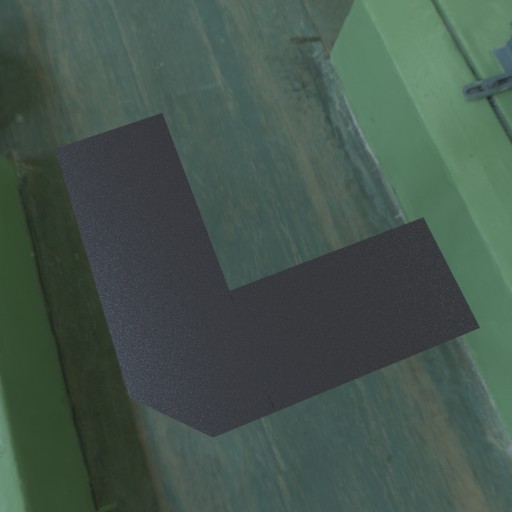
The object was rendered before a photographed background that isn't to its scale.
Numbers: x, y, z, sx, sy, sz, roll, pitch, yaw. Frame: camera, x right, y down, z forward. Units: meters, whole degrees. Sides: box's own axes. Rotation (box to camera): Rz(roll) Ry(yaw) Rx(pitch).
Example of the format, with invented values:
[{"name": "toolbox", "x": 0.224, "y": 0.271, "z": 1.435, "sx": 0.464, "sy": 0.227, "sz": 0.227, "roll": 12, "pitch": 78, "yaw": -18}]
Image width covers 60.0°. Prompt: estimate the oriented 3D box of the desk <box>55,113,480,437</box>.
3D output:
[{"name": "desk", "x": 0.000, "y": 0.000, "z": 2.222, "sx": 1.379, "sy": 0.739, "sz": 1.379, "roll": -21, "pitch": 76, "yaw": -5}]
